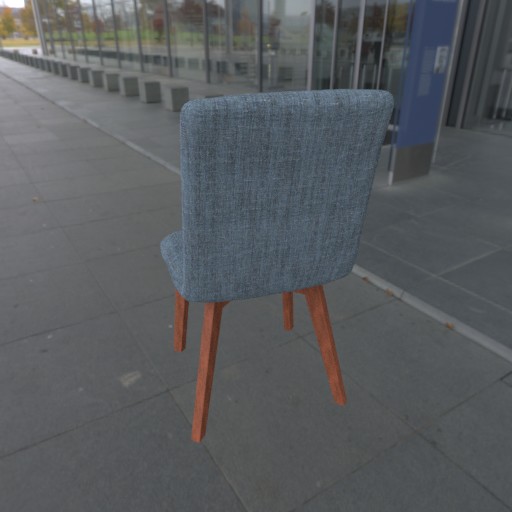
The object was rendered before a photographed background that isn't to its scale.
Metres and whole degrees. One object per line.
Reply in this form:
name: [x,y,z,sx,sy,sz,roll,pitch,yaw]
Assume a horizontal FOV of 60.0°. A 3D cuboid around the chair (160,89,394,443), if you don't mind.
chair: [0.000,0.000,1.320,0.522,0.974,0.563,-8,28,-16]
